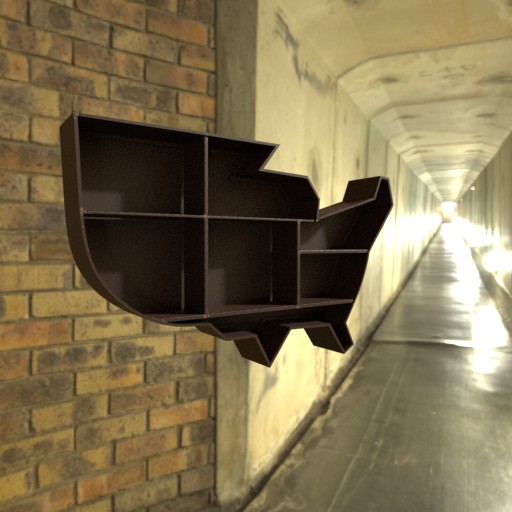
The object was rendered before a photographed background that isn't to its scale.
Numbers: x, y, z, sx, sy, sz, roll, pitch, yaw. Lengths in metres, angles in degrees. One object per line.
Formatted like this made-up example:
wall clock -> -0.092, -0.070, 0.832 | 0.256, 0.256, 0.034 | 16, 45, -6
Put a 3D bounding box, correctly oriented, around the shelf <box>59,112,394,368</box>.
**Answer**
shelf -> 0.000, 0.000, 0.910 | 0.729, 0.439, 0.112 | -1, 2, -35
